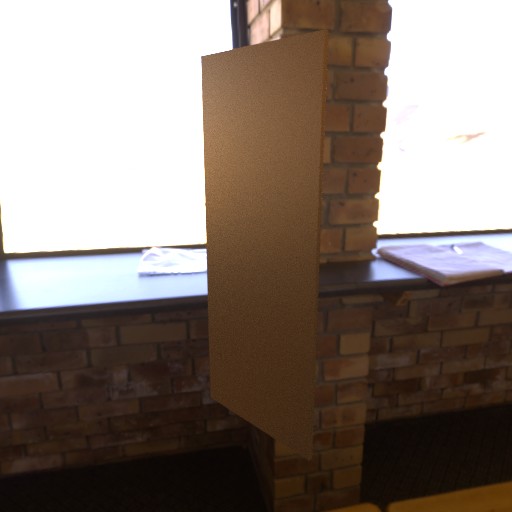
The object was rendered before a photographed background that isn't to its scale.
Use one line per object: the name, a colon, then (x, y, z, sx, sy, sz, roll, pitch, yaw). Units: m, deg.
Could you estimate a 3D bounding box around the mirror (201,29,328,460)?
mirror: (0.000, 0.000, 2.321, 0.025, 2.031, 0.812, -14, 20, -42)
